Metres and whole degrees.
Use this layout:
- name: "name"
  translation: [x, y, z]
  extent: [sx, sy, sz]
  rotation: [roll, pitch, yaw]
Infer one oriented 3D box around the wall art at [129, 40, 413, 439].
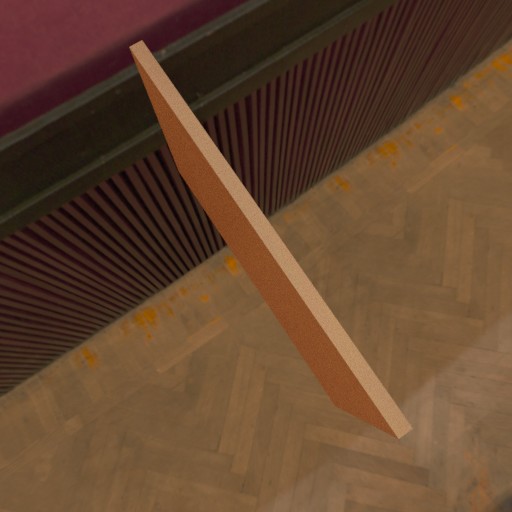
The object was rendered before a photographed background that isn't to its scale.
- name: "wall art"
  translation: [0.000, 0.000, 0.759]
  extent: [0.021, 0.410, 0.615]
  rotation: [-33, 78, -8]
